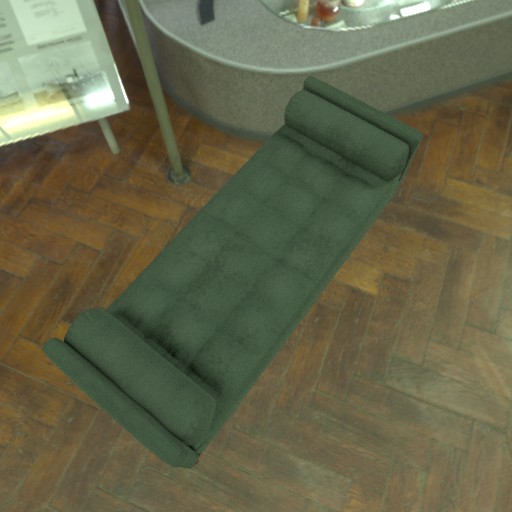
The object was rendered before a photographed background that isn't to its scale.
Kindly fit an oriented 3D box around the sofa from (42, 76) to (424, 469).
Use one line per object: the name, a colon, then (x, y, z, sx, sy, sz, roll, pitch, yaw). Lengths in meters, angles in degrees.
sofa: (0.000, 0.000, 2.467, 0.817, 0.681, 2.130, 34, 68, 16)
